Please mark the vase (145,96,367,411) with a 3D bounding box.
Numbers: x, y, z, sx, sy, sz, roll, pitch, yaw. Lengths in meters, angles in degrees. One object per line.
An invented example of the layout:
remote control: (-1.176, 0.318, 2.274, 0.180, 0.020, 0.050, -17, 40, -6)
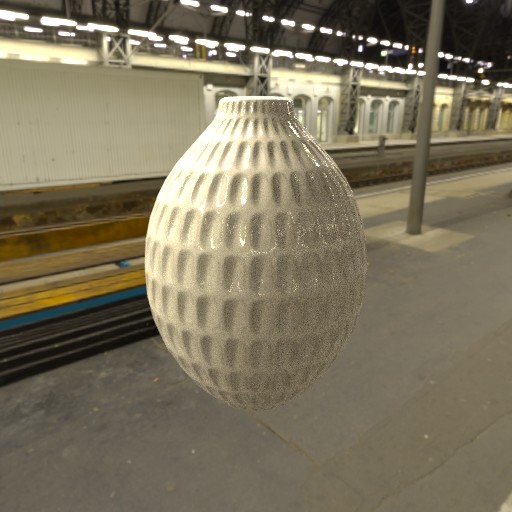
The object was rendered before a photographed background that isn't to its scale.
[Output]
vase: (0.000, 0.000, 0.331, 0.162, 0.223, 0.162, 0, 17, 0)
